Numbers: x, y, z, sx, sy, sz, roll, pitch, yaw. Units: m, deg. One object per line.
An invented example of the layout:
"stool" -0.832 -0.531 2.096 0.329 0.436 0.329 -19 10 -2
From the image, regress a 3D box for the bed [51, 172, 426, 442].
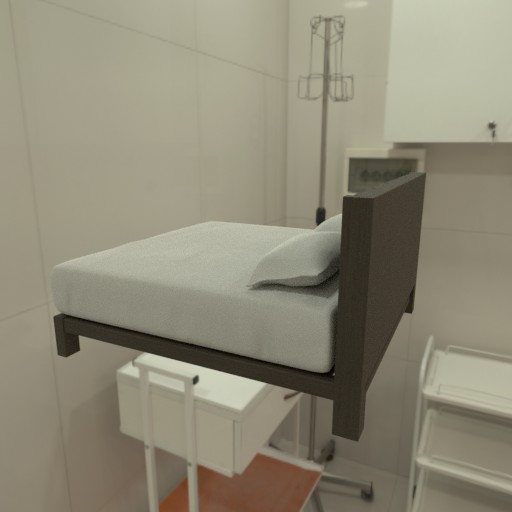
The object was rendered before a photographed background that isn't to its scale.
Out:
"bed" 0.000 0.000 3.551 2.238 1.261 2.143 7 16 26
